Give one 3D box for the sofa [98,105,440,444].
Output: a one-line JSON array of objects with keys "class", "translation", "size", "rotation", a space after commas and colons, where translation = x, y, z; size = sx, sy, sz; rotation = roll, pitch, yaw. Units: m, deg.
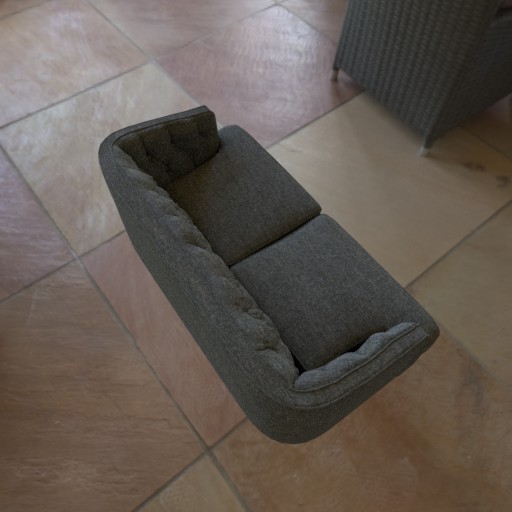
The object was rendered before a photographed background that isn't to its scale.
[{"class": "sofa", "translation": [0.000, 0.000, 2.296], "size": [0.941, 0.855, 1.733], "rotation": [-31, 63, -18]}]
